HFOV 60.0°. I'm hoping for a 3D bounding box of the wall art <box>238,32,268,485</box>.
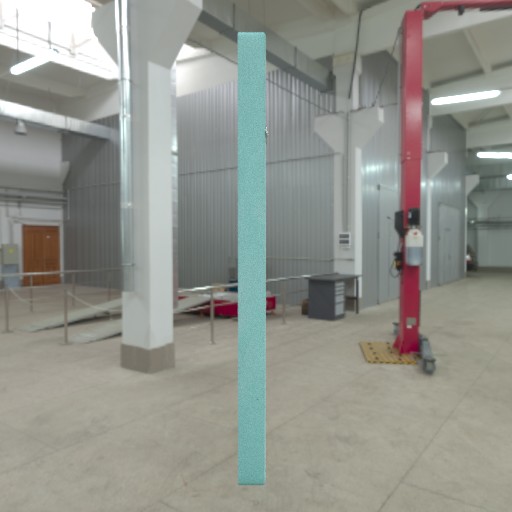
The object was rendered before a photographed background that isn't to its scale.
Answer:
[{"bbox_3d":[0.000,0.000,1.128,0.054,0.766,0.765,0,2,1],"label":"wall art"}]
